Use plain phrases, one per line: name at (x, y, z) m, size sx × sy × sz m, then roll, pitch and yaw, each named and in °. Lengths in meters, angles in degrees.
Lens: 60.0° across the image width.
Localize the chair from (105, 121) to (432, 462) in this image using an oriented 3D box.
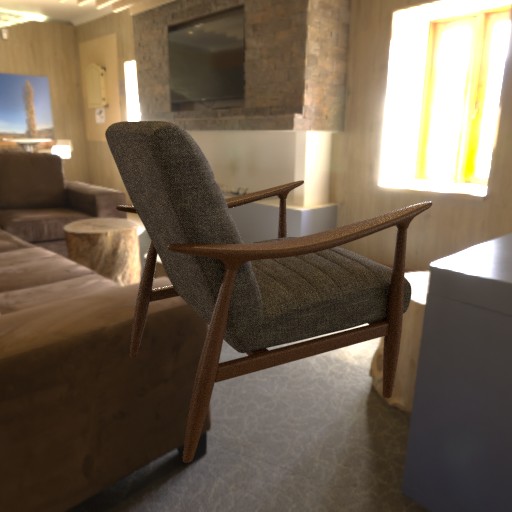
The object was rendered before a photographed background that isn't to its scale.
chair at (0.000, 0.000, 1.435) m, size 0.798 × 0.832 × 0.741 m, roll -8°, pitch 18°, yaw -27°
